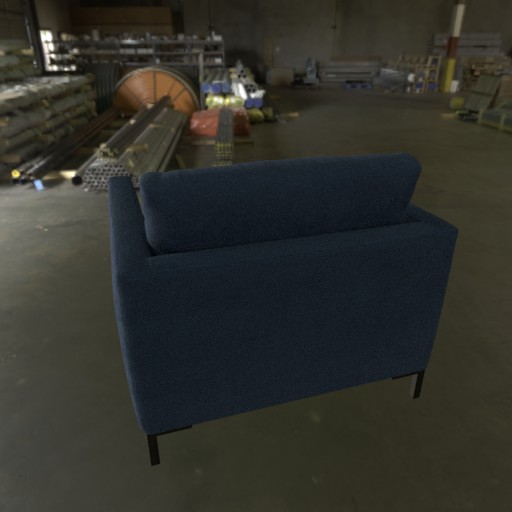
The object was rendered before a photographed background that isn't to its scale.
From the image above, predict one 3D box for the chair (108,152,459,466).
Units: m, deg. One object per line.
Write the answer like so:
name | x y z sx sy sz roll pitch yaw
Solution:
chair | 0.000 0.000 1.576 0.964 0.812 0.875 -8 27 -16
